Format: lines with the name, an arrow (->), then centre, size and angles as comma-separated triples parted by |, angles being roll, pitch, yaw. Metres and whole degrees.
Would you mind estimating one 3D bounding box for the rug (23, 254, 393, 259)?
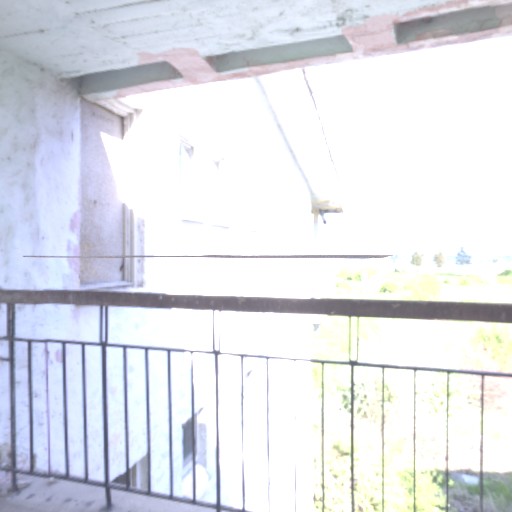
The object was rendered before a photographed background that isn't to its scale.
rug -> 0.000, 0.000, 4.010 | 2.263, 0.022, 3.029 | 0, 0, 19
